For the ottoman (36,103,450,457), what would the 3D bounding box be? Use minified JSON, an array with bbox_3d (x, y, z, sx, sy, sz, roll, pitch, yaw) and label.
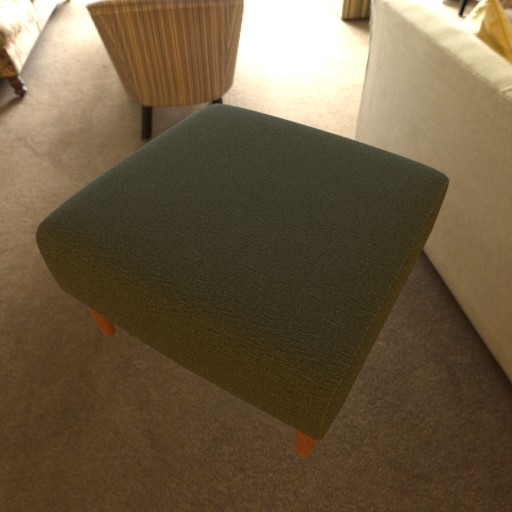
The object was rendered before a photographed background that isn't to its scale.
[{"bbox_3d":[0.000,0.000,1.030,0.650,0.398,0.649,24,50,22],"label":"ottoman"}]
